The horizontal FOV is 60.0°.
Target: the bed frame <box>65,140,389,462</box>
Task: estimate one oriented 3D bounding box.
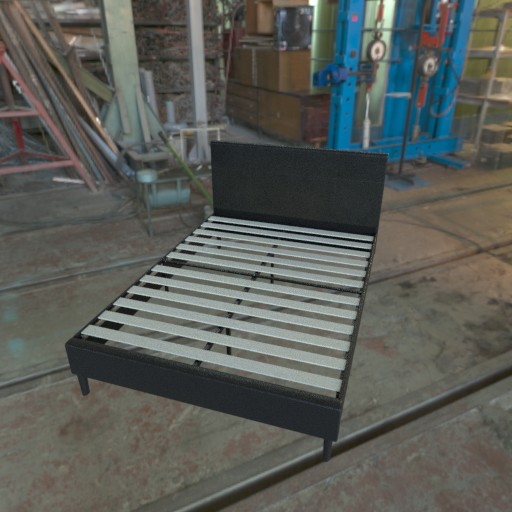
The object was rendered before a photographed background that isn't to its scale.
[{"bbox_3d":[0.000,0.000,3.303,1.634,1.127,2.318,9,28,16],"label":"bed frame"}]
